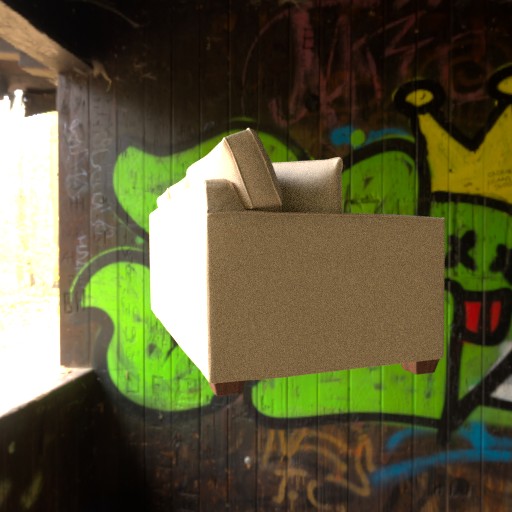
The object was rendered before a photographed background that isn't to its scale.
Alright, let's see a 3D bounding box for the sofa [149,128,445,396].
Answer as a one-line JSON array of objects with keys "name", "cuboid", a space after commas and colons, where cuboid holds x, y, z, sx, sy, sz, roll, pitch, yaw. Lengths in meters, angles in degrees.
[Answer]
[{"name": "sofa", "cuboid": [0.000, 0.000, 2.572, 1.034, 0.946, 1.962, 0, 1, -19]}]
